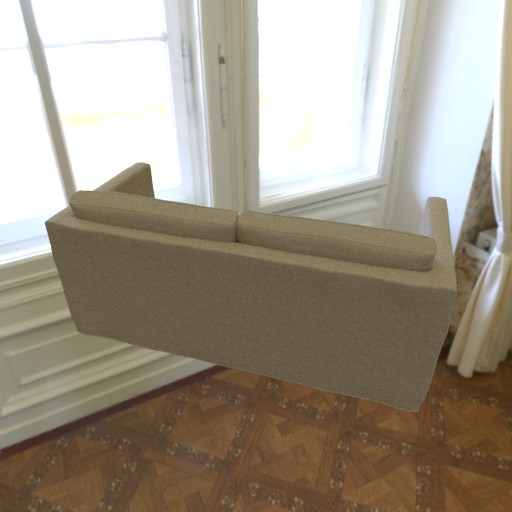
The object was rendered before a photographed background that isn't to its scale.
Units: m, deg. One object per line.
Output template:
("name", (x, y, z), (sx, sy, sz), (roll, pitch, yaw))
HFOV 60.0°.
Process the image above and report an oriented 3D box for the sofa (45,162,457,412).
("sofa", (0.000, 0.000, 2.506), (1.987, 0.847, 0.956), (9, 33, 15))
